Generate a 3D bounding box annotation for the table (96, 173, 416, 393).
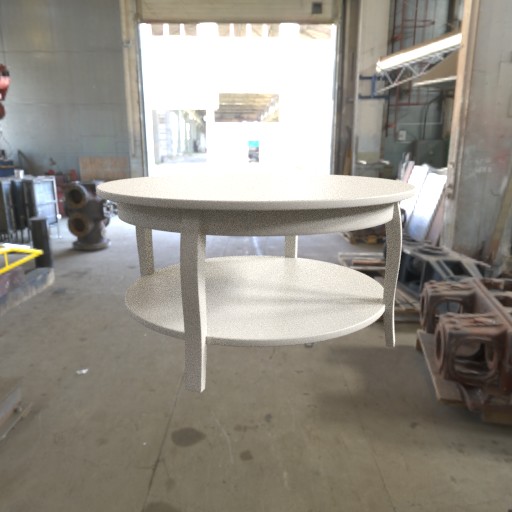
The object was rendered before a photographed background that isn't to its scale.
[{"bbox_3d":[0.000,0.000,1.391,0.910,0.457,0.910,0,14,0],"label":"table"}]
